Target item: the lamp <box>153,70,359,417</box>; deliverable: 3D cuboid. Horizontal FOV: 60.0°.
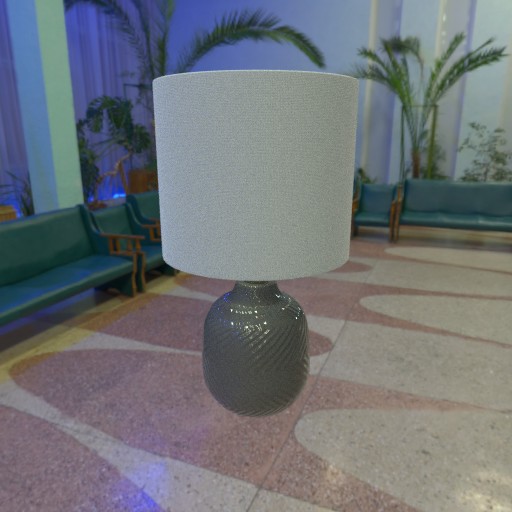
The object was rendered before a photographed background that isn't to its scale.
[{"bbox_3d":[0.000,0.000,0.502,0.207,0.366,0.207,7,17,25],"label":"lamp"}]
